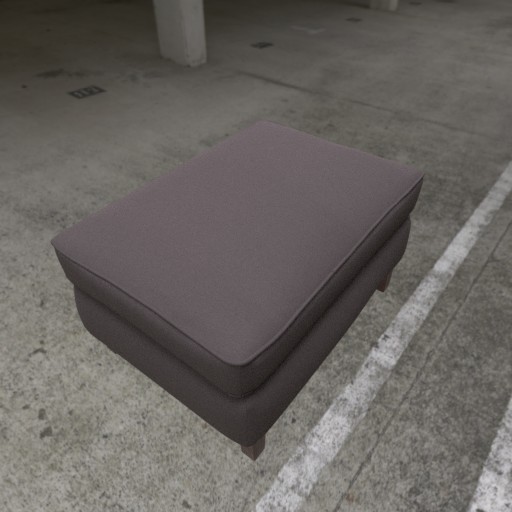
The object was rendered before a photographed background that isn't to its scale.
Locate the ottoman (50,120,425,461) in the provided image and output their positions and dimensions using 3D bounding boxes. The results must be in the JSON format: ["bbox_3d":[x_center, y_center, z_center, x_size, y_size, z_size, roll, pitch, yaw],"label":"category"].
[{"bbox_3d":[0.000,0.000,1.003,0.508,0.406,0.686,27,48,27],"label":"ottoman"}]
